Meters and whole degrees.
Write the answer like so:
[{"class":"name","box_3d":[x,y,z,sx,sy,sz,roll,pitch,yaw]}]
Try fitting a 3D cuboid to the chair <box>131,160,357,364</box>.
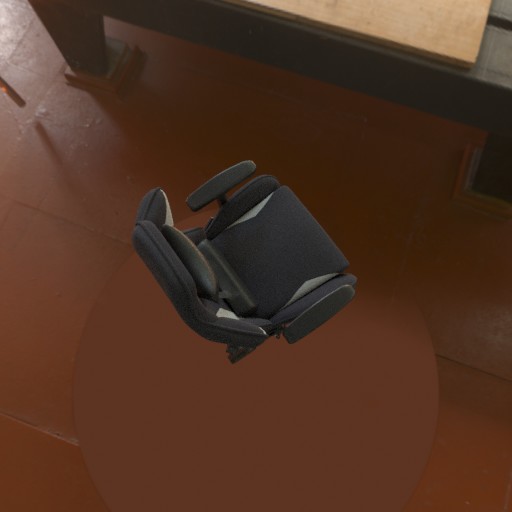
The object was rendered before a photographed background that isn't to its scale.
[{"class":"chair","box_3d":[0.000,0.000,1.747,0.695,1.300,0.730,-35,78,-9]}]
